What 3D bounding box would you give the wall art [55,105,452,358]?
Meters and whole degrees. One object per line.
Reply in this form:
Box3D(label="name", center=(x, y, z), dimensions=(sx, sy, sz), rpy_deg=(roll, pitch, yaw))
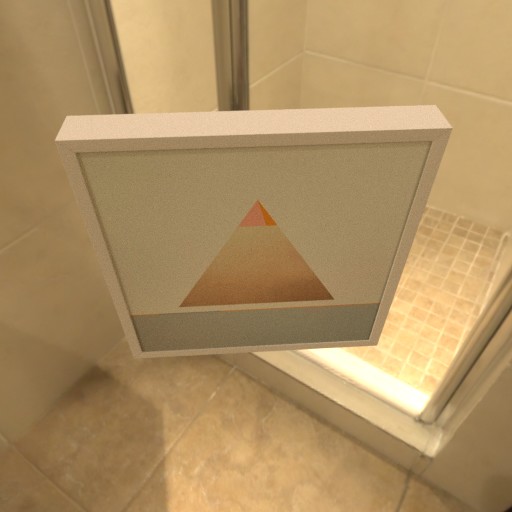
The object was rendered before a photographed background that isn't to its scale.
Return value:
Box3D(label="wall art", center=(0.000, 0.000, 0.461), dimensions=(0.305, 0.304, 0.038), rpy_deg=(-3, 45, -2))
